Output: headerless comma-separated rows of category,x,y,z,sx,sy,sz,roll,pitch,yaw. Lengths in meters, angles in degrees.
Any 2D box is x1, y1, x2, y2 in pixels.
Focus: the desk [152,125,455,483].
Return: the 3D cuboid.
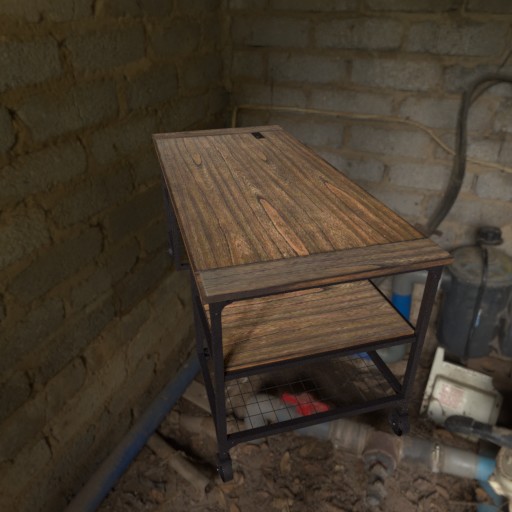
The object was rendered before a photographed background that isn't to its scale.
desk,0.000,0.000,1.984,0.711,0.751,1.590,-8,31,-14
